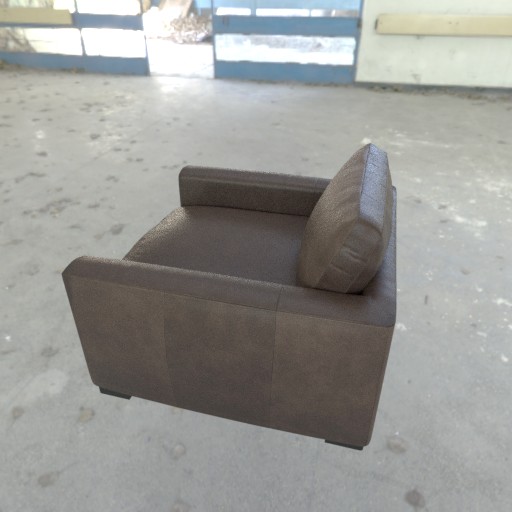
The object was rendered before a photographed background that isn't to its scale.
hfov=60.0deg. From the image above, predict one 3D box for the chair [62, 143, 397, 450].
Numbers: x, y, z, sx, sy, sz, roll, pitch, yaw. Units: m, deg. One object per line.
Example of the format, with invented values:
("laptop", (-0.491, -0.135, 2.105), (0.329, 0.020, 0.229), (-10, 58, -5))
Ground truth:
("chair", (0.000, 0.000, 1.828), (1.069, 0.812, 1.100), (8, 32, 13))
